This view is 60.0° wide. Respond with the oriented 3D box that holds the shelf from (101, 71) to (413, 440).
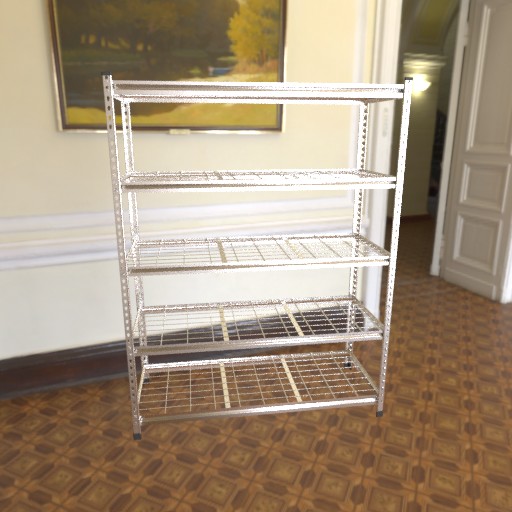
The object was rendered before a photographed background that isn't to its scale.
[{"bbox_3d":[0.000,0.000,2.688,1.524,1.981,0.610,-2,16,-8],"label":"shelf"}]
